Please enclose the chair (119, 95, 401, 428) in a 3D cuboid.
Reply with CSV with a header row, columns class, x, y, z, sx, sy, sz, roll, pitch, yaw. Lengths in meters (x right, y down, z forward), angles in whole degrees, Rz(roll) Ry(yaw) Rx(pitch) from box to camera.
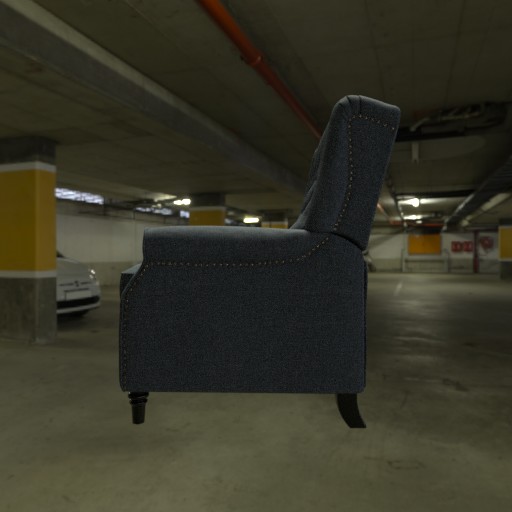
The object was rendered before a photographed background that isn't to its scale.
class,x,y,z,sx,sy,sz,roll,pitch,yaw
chair,0.000,0.000,1.661,0.898,1.035,0.742,0,0,2
